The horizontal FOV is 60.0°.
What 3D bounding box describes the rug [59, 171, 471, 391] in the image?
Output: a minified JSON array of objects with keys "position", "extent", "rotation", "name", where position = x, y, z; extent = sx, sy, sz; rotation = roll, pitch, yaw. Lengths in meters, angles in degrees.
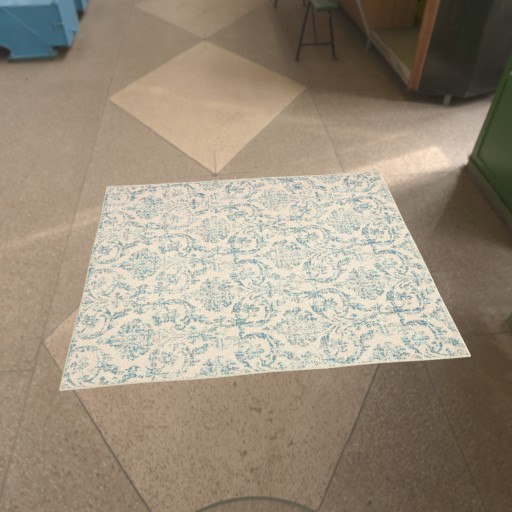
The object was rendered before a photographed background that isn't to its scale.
[{"position":[0.000,0.000,4.004],"extent":[2.980,0.012,2.363],"rotation":[-4,46,-4],"name":"rug"}]
